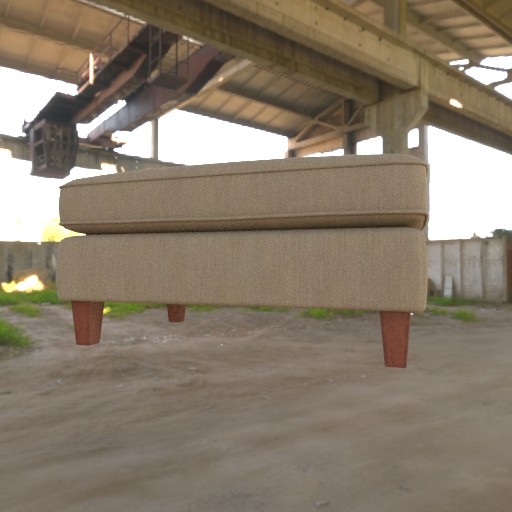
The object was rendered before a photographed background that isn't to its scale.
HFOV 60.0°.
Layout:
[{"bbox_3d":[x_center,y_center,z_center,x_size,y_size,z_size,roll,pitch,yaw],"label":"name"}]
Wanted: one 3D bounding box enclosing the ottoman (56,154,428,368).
[{"bbox_3d":[0.000,0.000,1.309,0.941,0.480,0.636,0,-1,19],"label":"ottoman"}]
